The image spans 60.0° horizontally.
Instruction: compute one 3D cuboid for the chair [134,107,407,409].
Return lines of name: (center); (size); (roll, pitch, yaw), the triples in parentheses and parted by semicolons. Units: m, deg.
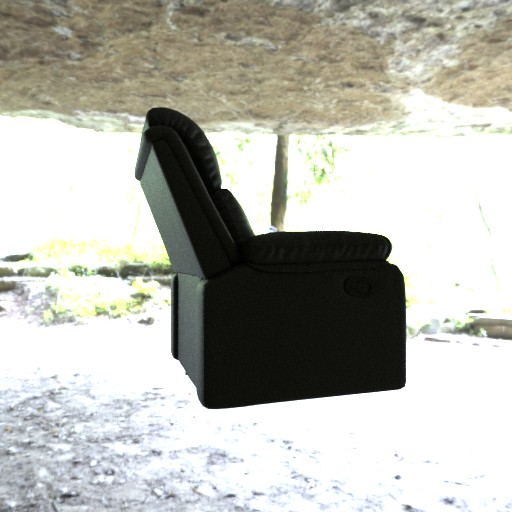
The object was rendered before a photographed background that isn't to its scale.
chair: (0.000, 0.000, 1.761); (0.919, 0.992, 0.855); (0, -1, -18)
